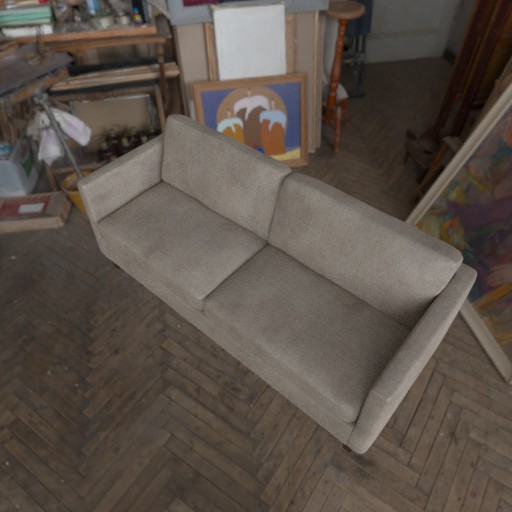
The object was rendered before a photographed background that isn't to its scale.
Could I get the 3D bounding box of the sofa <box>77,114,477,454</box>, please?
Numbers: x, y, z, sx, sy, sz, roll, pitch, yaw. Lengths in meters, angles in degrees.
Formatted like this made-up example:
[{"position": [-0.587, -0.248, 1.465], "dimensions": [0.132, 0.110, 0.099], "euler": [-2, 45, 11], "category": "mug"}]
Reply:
[{"position": [0.000, 0.000, 2.688], "dimensions": [2.208, 0.965, 0.951], "euler": [32, 55, 26], "category": "sofa"}]
